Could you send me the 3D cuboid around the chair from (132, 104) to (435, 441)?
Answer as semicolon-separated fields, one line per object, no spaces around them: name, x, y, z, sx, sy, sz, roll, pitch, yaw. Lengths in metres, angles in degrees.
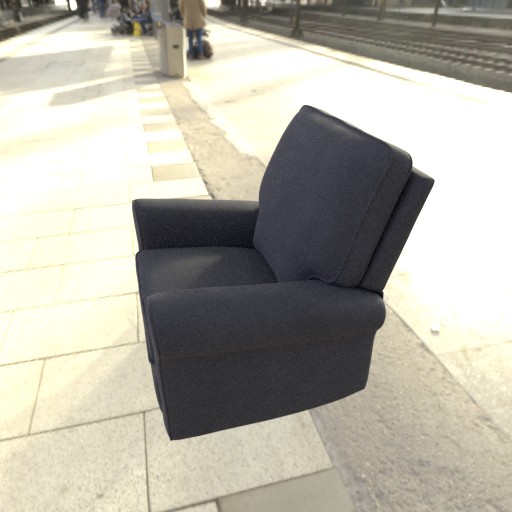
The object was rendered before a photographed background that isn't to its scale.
chair;0.000;0.000;1.654;0.878;0.961;0.890;-9;32;-14
